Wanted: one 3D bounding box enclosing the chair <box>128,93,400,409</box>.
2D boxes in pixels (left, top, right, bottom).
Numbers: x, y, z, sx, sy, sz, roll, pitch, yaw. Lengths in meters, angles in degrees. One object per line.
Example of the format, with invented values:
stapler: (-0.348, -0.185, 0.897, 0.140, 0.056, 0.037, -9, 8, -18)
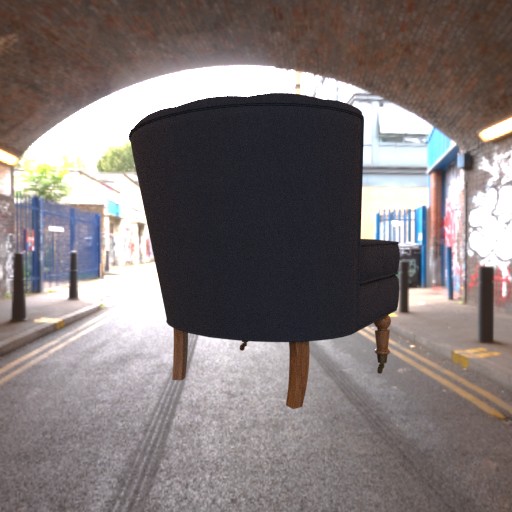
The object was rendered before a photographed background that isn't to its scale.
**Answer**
chair: (0.000, 0.000, 1.361, 0.740, 0.771, 0.718, 1, 1, 35)
